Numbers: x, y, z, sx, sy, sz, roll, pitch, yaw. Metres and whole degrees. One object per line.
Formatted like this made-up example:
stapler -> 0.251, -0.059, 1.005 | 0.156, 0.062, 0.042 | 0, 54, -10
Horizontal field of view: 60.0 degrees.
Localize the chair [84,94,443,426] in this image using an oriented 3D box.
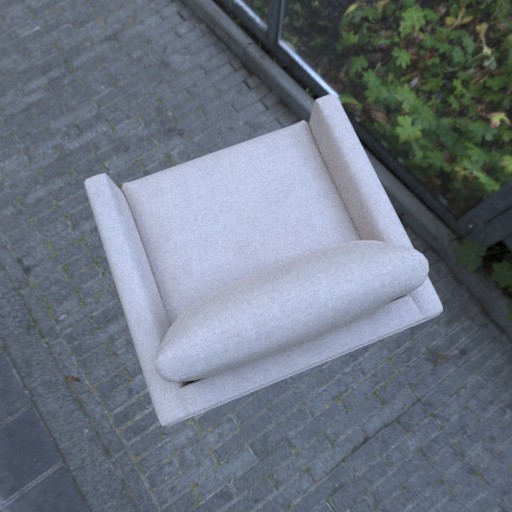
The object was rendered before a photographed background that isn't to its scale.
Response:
chair -> 0.000, 0.000, 1.620 | 0.963, 0.861, 0.866 | -21, 76, -5
